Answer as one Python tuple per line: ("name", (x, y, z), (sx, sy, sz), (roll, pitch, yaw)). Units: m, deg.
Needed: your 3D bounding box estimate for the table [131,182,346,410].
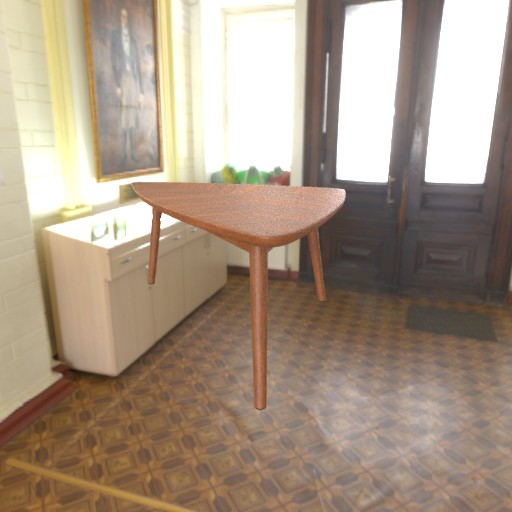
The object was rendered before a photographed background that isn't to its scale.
("table", (0.000, 0.000, 1.306), (0.601, 0.365, 1.008), (-8, 17, -26))
